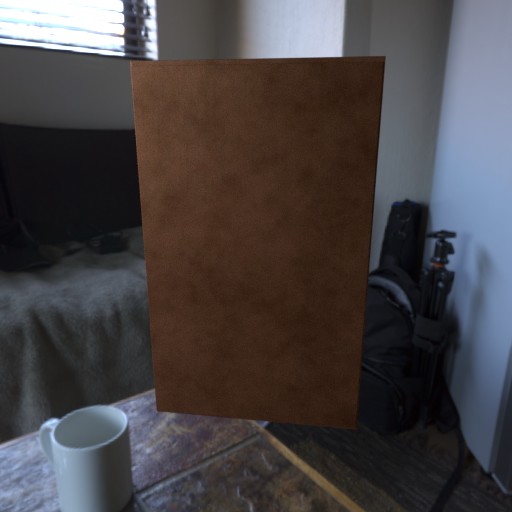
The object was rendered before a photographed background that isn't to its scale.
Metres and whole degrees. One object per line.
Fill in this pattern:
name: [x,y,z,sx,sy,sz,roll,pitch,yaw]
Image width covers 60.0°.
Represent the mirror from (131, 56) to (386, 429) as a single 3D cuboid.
mirror: [0.000,0.000,0.948,0.468,0.768,0.082,2,17,8]
